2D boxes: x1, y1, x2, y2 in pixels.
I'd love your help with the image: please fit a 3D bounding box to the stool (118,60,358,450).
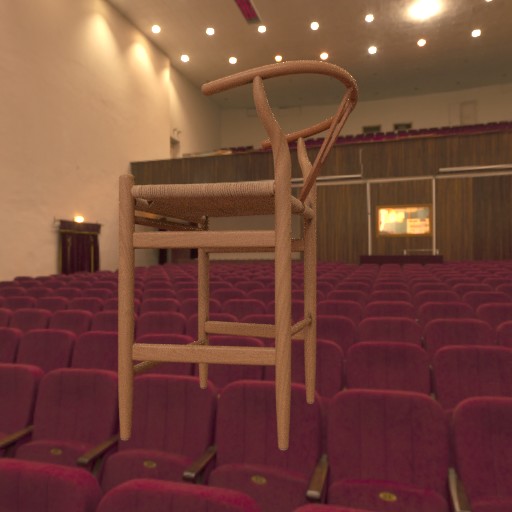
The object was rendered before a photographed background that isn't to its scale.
[{"bbox_3d":[0.000,0.000,1.271,0.575,0.923,0.536,0,-1,17],"label":"stool"}]
